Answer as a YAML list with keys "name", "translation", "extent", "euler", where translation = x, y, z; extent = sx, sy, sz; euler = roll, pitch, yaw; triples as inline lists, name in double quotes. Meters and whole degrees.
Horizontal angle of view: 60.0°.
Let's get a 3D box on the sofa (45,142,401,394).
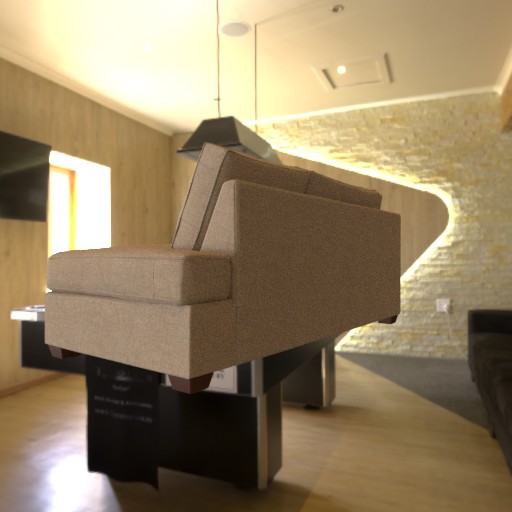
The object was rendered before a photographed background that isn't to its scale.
- name: "sofa"
  translation: [0.000, 0.000, 2.797]
  extent: [1.110, 1.019, 2.238]
  euler: [0, 0, 37]
